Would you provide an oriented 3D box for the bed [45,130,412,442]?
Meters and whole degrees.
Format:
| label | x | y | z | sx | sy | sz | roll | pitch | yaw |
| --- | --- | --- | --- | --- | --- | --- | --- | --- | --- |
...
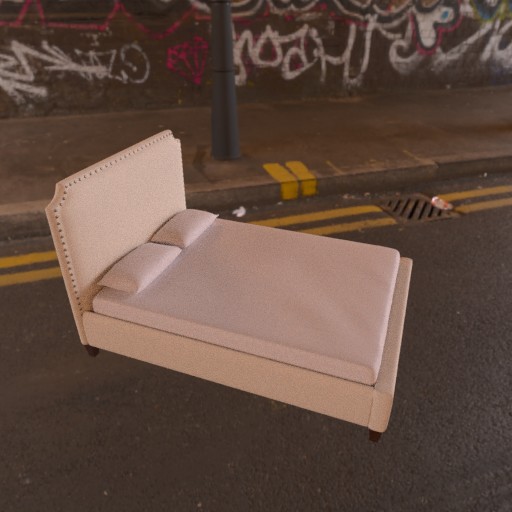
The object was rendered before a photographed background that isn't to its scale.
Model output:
| label | x | y | z | sx | sy | sz | roll | pitch | yaw |
| --- | --- | --- | --- | --- | --- | --- | --- | --- | --- |
| bed | 0.000 | 0.000 | 3.516 | 2.372 | 1.443 | 1.712 | 11 | 32 | 18 |
